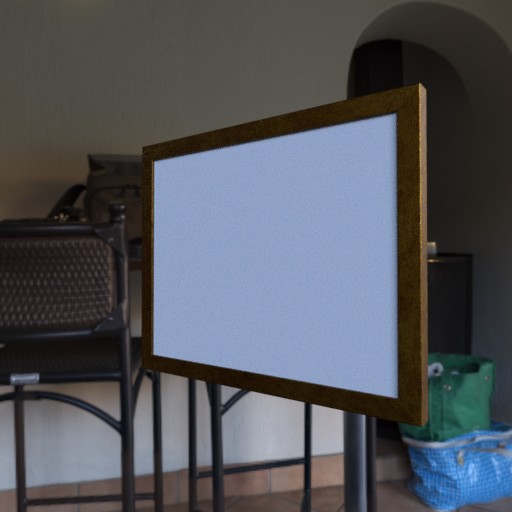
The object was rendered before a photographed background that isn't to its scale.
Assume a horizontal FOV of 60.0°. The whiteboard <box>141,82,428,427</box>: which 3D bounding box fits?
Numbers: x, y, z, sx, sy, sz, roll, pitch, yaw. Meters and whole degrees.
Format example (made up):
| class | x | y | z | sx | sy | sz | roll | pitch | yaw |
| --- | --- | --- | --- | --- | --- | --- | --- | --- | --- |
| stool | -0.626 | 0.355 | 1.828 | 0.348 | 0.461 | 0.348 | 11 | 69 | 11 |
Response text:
| class | x | y | z | sx | sy | sz | roll | pitch | yaw |
| --- | --- | --- | --- | --- | --- | --- | --- | --- | --- |
| whiteboard | 0.000 | 0.000 | 0.763 | 0.561 | 0.457 | 0.029 | -1 | -1 | 36 |
